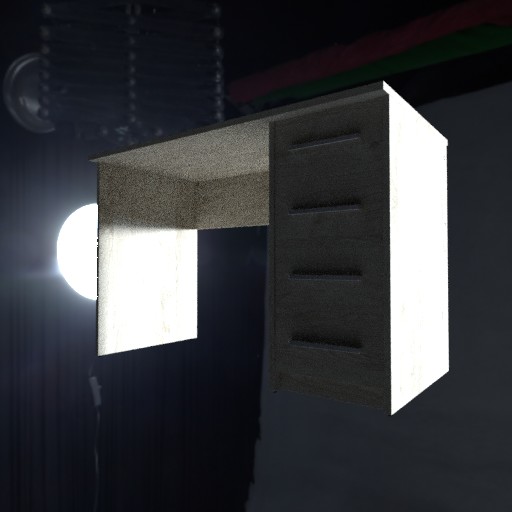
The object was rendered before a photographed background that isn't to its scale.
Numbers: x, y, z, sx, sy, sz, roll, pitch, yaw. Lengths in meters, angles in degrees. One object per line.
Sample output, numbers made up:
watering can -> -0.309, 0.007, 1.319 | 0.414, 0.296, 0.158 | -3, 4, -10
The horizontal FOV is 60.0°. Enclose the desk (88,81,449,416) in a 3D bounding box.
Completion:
desk -> 0.000, 0.000, 1.494 | 1.096, 0.730, 0.560 | -1, -2, 36
